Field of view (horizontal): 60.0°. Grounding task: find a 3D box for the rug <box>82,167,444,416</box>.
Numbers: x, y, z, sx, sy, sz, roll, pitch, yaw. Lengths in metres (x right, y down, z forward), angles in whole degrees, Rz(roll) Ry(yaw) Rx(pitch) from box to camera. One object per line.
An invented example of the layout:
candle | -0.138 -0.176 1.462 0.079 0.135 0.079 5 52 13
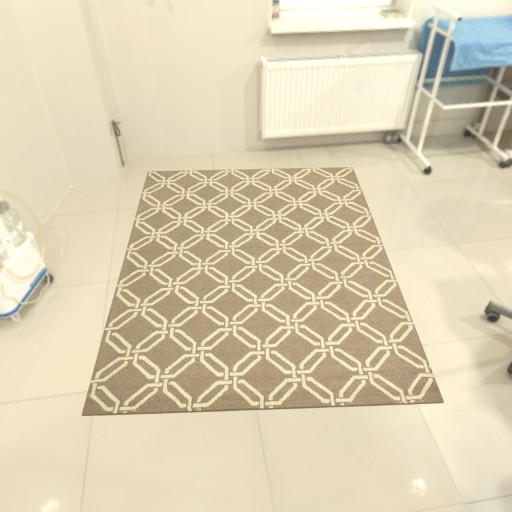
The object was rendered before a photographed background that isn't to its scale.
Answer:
rug | 0.000 0.000 3.863 2.288 0.018 2.895 -1 42 -2
